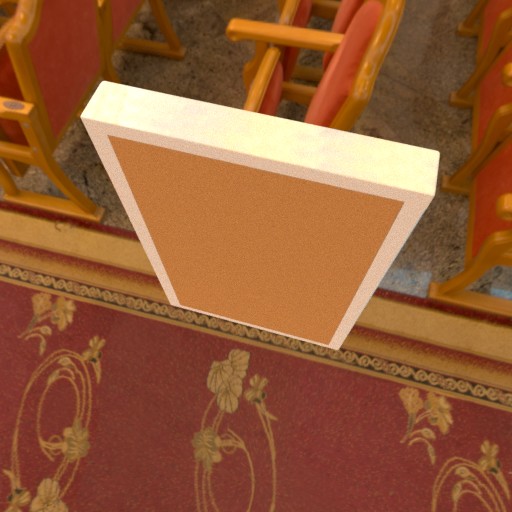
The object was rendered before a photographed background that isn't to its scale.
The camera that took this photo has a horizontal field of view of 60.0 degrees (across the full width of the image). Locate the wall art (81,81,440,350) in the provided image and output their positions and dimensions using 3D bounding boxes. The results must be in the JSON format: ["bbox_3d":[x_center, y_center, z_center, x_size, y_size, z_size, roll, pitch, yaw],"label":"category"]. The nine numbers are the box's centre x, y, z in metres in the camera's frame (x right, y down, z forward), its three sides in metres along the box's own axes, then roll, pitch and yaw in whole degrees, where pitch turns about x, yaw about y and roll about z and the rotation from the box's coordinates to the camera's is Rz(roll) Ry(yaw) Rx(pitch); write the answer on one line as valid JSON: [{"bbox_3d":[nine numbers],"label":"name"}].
[{"bbox_3d":[0.000,0.000,0.478,0.251,0.380,0.039,14,64,7],"label":"wall art"}]
